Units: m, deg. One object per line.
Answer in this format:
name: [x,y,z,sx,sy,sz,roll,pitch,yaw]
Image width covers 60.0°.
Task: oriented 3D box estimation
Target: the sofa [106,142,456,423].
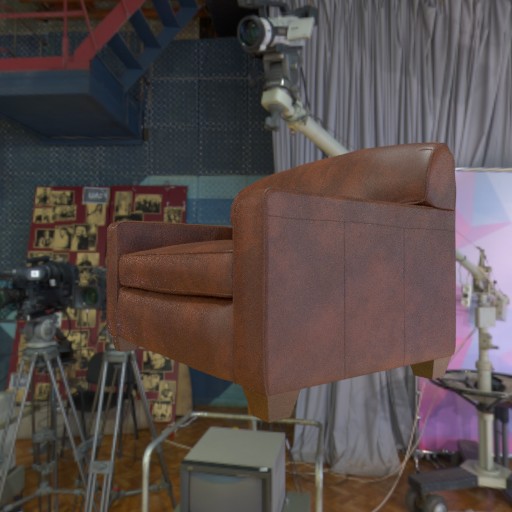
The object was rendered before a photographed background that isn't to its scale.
sofa: [0.000,0.000,2.016,1.000,0.956,1.413,1,-1,-36]
